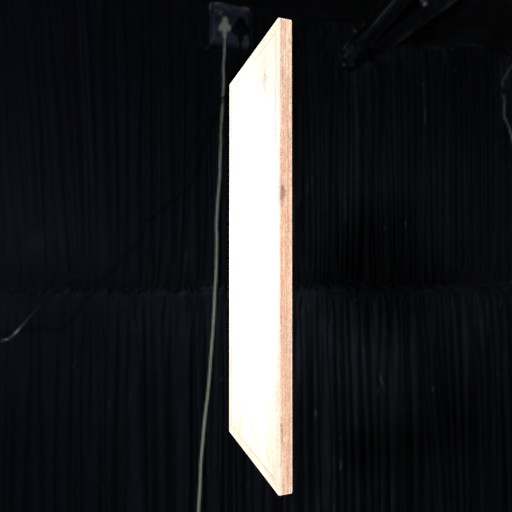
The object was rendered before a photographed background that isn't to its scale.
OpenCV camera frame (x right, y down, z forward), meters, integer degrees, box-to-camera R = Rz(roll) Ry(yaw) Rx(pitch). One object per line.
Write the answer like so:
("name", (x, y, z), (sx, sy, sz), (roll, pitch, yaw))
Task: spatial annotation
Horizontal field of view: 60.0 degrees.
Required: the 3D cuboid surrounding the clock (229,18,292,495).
("clock", (0.000, 0.000, 1.068), (0.030, 0.965, 0.361), (0, -1, -19))
